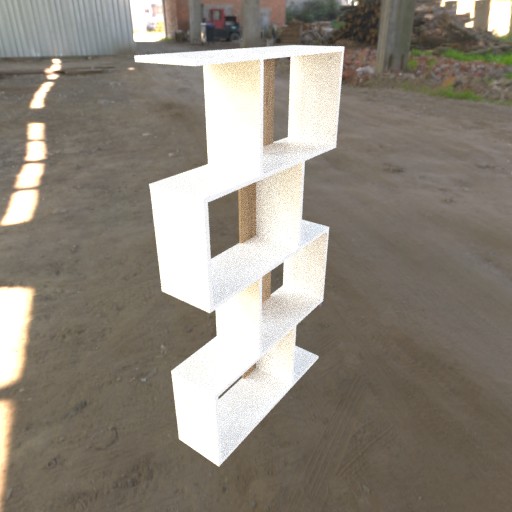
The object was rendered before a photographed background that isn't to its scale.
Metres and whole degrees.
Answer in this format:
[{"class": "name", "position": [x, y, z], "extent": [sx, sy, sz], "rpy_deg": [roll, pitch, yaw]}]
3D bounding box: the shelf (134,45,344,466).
[{"class": "shelf", "position": [0.000, 0.000, 1.958], "extent": [0.250, 1.650, 0.890], "rpy_deg": [19, 33, 32]}]
